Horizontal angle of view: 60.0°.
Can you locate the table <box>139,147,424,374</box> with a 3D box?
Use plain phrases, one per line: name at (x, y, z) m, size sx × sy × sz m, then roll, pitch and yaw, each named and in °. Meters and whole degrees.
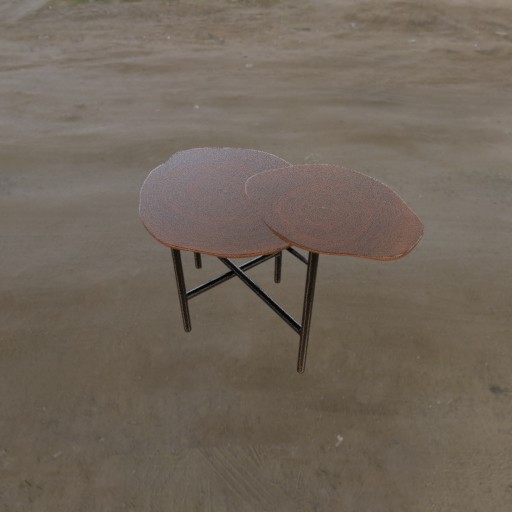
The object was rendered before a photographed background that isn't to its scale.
table at (0.000, 0.000, 1.093) m, size 0.442 × 0.538 × 0.759 m, roll -26°, pitch 47°, yaw -26°
